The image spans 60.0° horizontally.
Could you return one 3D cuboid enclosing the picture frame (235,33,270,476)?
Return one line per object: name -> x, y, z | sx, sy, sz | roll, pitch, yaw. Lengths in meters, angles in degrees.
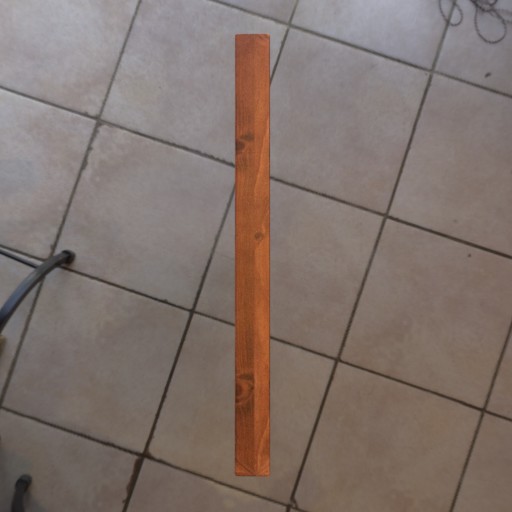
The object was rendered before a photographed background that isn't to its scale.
picture frame -> 0.000, 0.000, 0.529 | 0.028, 0.356, 0.352 | 0, 89, 1
